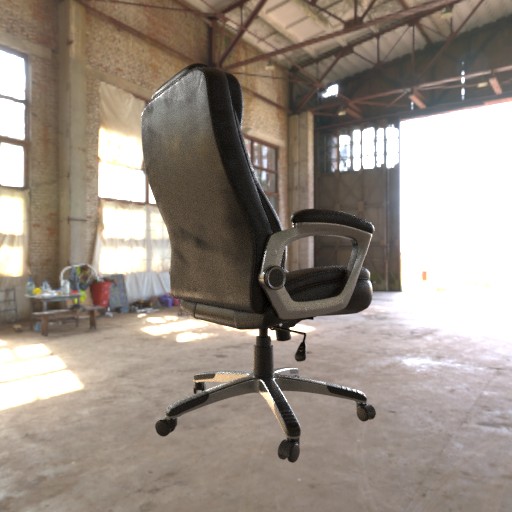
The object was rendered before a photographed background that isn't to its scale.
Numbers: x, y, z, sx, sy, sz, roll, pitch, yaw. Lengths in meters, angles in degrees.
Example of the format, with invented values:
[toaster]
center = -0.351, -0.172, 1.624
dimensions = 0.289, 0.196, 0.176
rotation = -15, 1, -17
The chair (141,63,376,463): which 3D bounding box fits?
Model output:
[chair]
center = 0.000, 0.000, 1.497
dimensions = 0.689, 1.075, 0.697
rotation = 0, 0, -35
